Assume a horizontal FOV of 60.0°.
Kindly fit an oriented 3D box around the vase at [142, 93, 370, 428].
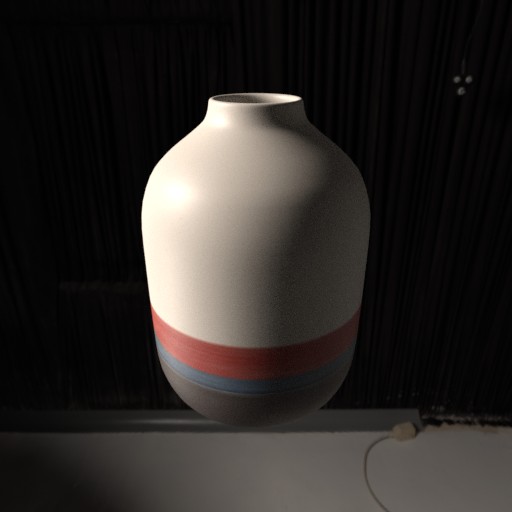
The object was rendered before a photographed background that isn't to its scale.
[{"bbox_3d":[0.000,0.000,0.350,0.169,0.237,0.169,0,26,0],"label":"vase"}]
